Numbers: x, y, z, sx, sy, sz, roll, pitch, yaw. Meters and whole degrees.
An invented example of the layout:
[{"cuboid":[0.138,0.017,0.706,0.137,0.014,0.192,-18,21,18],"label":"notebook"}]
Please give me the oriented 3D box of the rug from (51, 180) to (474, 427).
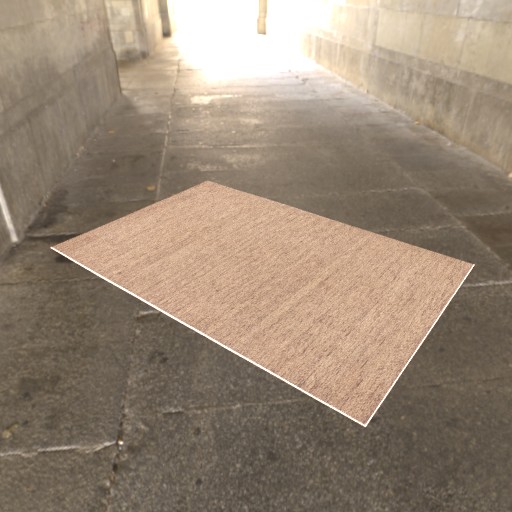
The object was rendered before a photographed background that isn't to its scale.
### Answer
[{"cuboid":[0.000,0.000,2.309,1.840,0.013,1.225,22,38,32],"label":"rug"}]
